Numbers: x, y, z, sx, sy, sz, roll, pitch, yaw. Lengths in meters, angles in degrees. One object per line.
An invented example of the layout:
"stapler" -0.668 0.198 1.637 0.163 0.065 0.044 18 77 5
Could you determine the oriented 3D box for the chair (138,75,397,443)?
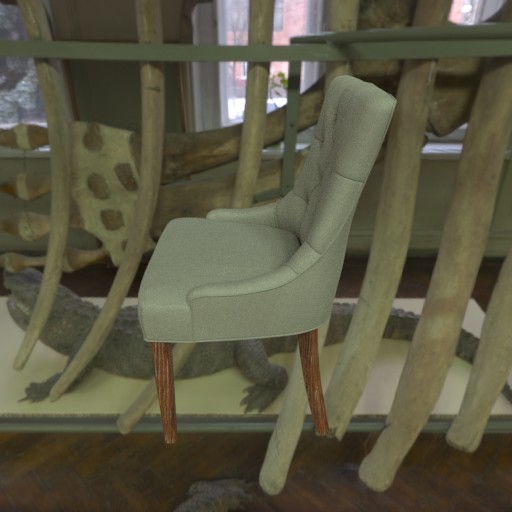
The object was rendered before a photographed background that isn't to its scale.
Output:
"chair" 0.000 0.000 1.190 0.565 0.874 0.509 0 27 -1
